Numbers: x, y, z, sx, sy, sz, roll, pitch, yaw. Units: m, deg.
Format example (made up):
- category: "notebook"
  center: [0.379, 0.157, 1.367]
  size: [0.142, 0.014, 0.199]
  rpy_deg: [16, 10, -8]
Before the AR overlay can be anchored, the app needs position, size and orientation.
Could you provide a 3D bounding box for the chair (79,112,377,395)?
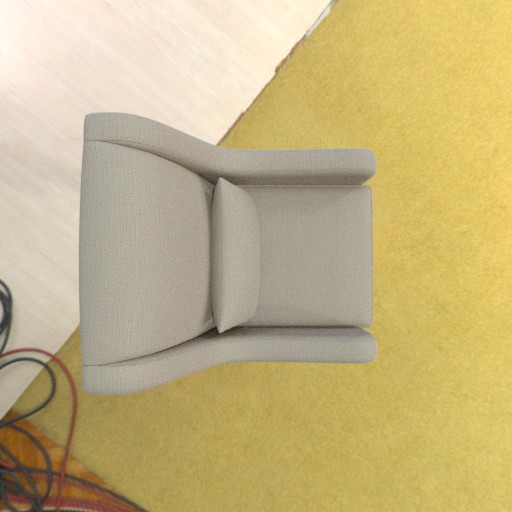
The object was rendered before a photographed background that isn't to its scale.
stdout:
- category: "chair"
  center: [0.000, 0.000, 1.586]
  size: [0.896, 1.017, 0.715]
  rpy_deg: [0, 89, -1]
